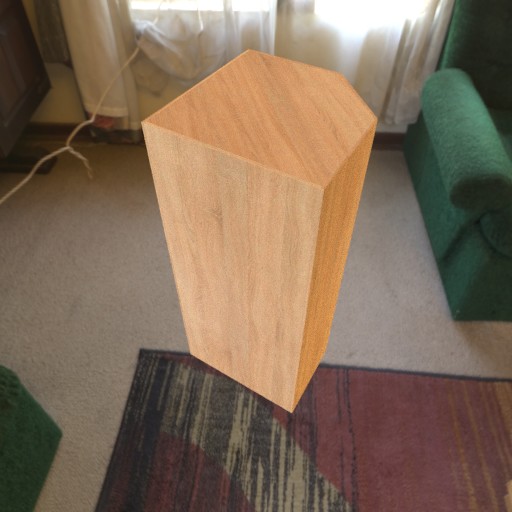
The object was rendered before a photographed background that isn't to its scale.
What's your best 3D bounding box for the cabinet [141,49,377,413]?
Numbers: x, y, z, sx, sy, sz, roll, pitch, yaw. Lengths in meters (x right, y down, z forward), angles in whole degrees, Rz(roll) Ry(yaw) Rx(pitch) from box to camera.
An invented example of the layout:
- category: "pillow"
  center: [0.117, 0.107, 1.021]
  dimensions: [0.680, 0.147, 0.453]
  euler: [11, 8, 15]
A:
- category: "cabinet"
  center: [0.000, 0.000, 2.923]
  dimensions: [1.094, 2.120, 1.327]
  euler: [-10, 48, -9]
